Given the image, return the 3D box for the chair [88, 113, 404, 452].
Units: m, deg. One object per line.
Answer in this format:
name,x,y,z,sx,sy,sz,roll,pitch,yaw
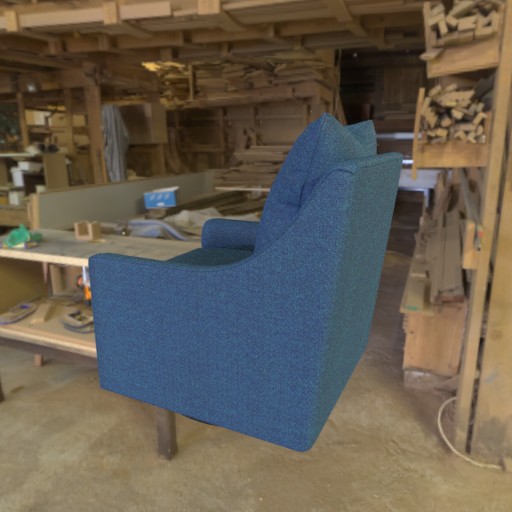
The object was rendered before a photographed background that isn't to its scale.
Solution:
chair,0.000,0.000,1.587,0.870,0.939,0.750,7,17,25
